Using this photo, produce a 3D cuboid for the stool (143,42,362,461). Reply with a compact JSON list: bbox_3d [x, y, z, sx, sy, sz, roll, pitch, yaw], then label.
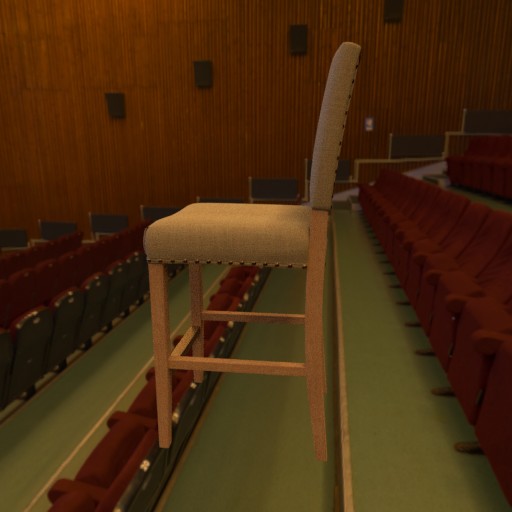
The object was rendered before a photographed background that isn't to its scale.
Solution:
[{"bbox_3d":[0.000,0.000,1.432,0.585,1.173,0.445,2,15,8],"label":"stool"}]
